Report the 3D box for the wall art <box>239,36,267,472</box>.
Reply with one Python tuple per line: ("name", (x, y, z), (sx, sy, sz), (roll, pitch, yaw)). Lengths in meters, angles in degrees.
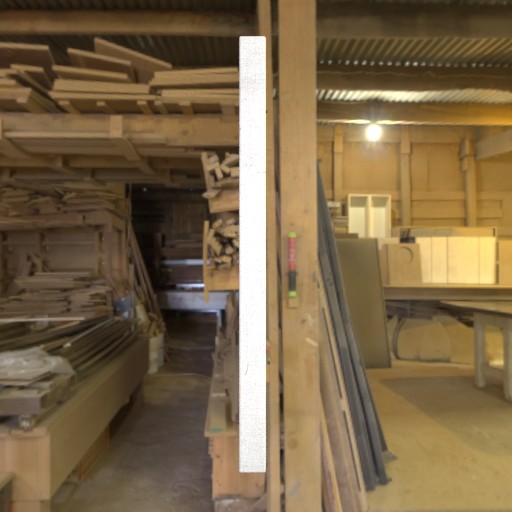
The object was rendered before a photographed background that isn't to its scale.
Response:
("wall art", (0.000, 0.000, 0.916), (0.044, 0.605, 0.605), (0, -1, 0))
